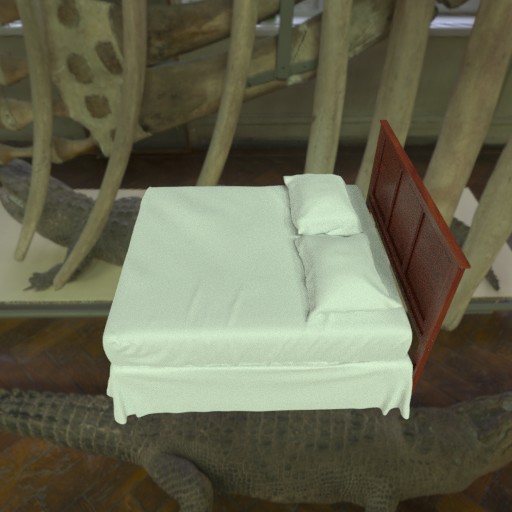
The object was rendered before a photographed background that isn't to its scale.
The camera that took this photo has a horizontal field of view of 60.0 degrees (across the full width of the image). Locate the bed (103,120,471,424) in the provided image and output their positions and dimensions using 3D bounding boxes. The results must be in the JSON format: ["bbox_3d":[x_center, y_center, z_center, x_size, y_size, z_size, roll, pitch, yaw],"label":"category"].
[{"bbox_3d":[0.000,0.000,3.147,2.050,1.270,1.870,-1,41,-1],"label":"bed"}]
